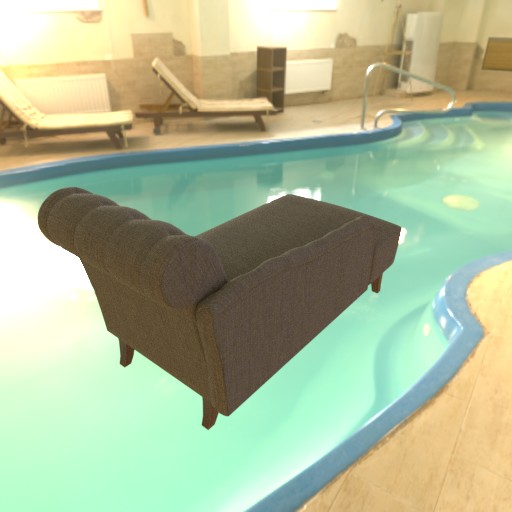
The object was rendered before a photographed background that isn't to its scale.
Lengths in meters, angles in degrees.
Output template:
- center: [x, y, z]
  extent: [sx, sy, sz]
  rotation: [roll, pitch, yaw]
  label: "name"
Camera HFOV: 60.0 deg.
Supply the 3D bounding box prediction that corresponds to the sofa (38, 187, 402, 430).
- center: [0.000, 0.000, 1.801]
  extent: [0.675, 0.787, 1.379]
  rotation: [22, 36, 34]
  label: "sofa"
